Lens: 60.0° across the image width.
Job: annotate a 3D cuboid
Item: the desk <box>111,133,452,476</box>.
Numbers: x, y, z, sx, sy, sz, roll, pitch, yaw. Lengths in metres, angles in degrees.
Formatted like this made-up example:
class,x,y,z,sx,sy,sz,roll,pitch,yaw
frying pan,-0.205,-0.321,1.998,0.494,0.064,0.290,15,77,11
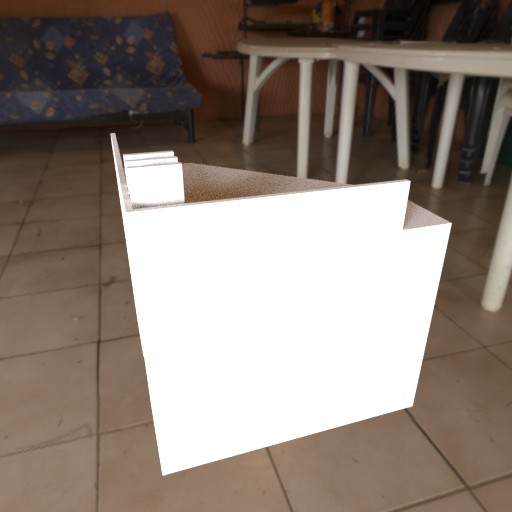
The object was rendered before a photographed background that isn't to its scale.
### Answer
class,x,y,z,sx,sy,sz,roll,pitch,yaw
desk,0.000,0.000,1.729,0.940,0.986,0.940,-8,28,-16
